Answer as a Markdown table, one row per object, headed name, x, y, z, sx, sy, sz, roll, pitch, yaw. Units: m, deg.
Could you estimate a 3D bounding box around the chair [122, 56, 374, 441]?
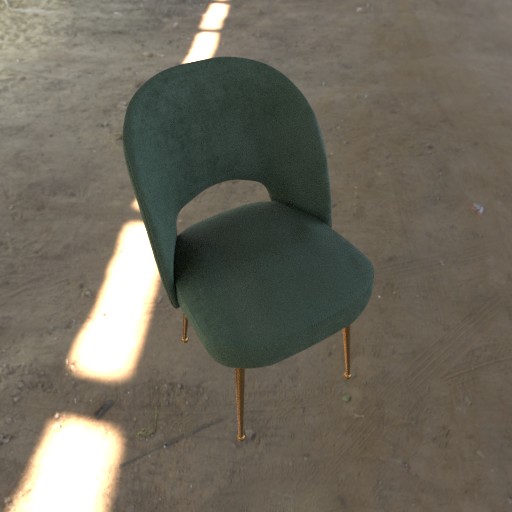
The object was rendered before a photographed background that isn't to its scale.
| name | x | y | z | sx | sy | sz | roll | pitch | yaw |
| --- | --- | --- | --- | --- | --- | --- | --- | --- | --- |
| chair | 0.000 | 0.000 | 1.208 | 0.527 | 0.860 | 0.577 | -22 | 48 | -22 |
